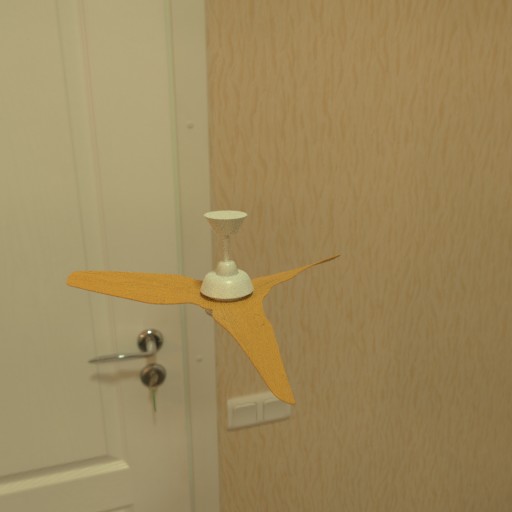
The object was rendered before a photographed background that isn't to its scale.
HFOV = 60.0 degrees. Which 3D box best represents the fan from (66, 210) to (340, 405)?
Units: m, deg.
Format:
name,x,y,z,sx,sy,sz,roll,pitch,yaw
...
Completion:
name,x,y,z,sx,sy,sz,roll,pitch,yaw
fan,0.000,0.000,1.636,1.142,0.355,1.010,15,22,42
